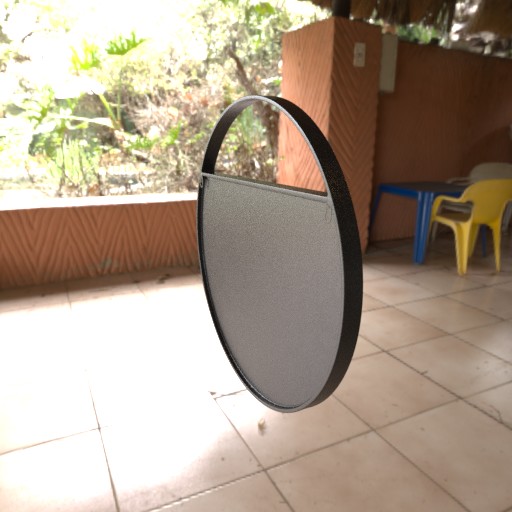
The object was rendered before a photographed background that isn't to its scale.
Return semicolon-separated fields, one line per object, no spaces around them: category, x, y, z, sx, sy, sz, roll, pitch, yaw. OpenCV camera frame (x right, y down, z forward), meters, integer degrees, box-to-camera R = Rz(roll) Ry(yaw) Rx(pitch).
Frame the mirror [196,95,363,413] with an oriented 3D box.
mirror;0.000;0.000;0.829;0.032;0.565;0.565;-8;17;-26
